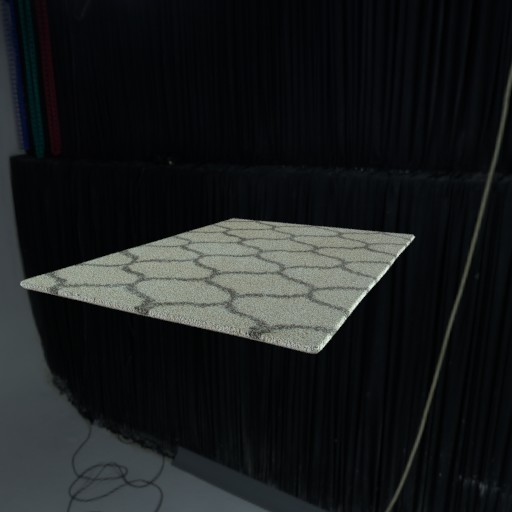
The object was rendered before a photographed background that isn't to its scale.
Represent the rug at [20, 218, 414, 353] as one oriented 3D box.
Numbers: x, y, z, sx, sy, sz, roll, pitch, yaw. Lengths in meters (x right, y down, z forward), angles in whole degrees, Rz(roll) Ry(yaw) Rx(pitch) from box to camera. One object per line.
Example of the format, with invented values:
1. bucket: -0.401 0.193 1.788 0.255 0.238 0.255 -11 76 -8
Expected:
1. rug: 0.000 0.000 2.096 1.200 0.025 1.600 7 16 27
